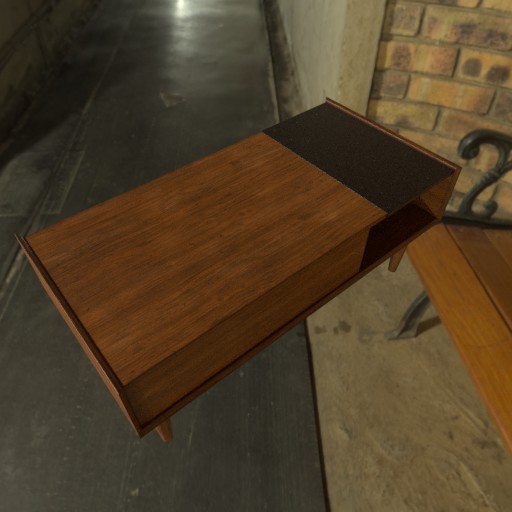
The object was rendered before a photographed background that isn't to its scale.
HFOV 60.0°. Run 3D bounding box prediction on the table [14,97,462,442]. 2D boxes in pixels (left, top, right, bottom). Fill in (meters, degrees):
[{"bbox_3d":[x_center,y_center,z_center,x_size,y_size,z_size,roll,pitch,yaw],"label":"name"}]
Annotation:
[{"bbox_3d":[0.000,0.000,1.508,1.221,0.508,0.610,-31,54,-26],"label":"table"}]
